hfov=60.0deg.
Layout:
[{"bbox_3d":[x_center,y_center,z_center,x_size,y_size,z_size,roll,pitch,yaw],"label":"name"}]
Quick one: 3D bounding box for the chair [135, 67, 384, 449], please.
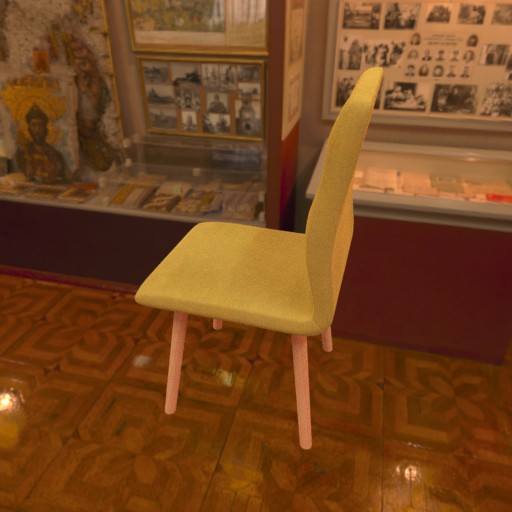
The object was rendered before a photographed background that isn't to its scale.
[{"bbox_3d":[0.000,0.000,1.261,0.550,0.965,0.450,9,32,14],"label":"chair"}]
